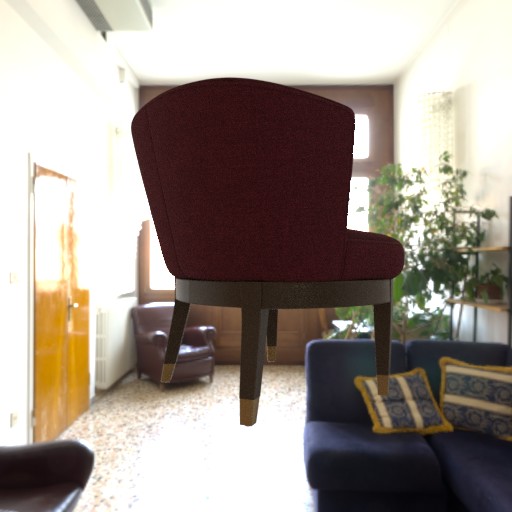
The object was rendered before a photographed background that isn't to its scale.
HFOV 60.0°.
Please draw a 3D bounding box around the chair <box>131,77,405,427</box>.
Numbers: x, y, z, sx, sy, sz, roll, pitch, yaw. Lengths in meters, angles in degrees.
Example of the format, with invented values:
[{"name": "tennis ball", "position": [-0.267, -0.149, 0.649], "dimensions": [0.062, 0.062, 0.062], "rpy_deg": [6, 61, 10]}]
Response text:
[{"name": "chair", "position": [0.000, 0.000, 1.271], "dimensions": [0.660, 0.760, 0.700], "rpy_deg": [1, -1, -35]}]
